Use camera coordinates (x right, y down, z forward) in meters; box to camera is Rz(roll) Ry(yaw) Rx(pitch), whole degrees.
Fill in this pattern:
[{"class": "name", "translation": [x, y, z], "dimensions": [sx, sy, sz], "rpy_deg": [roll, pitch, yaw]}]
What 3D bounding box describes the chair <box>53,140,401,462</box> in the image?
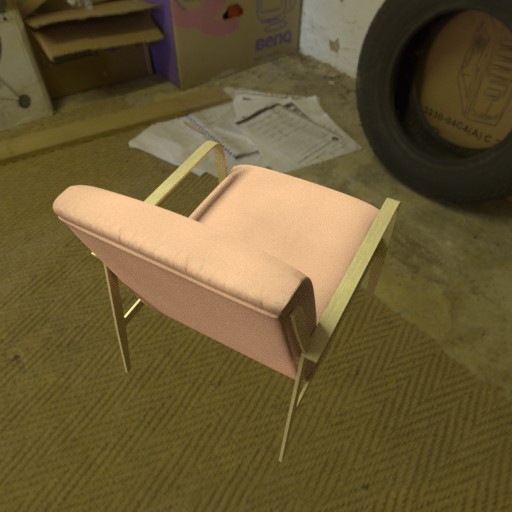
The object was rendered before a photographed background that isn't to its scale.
[{"class": "chair", "translation": [0.000, 0.000, 1.433], "dimensions": [0.701, 0.823, 0.848], "rpy_deg": [22, 50, 20]}]
